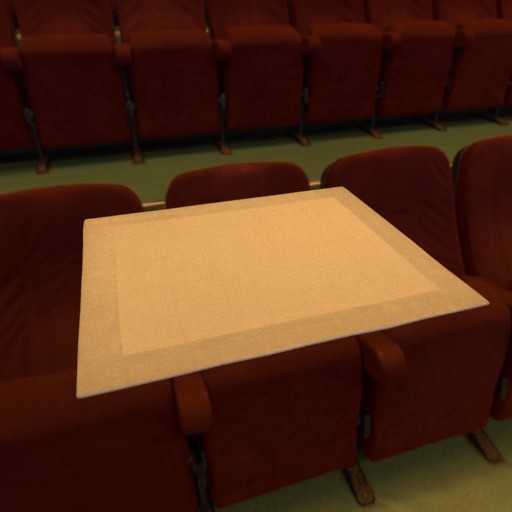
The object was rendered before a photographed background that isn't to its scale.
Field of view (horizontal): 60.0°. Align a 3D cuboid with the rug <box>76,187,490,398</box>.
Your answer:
[{"bbox_3d":[0.000,0.000,3.963,2.976,0.018,2.430,-9,32,-15],"label":"rug"}]
